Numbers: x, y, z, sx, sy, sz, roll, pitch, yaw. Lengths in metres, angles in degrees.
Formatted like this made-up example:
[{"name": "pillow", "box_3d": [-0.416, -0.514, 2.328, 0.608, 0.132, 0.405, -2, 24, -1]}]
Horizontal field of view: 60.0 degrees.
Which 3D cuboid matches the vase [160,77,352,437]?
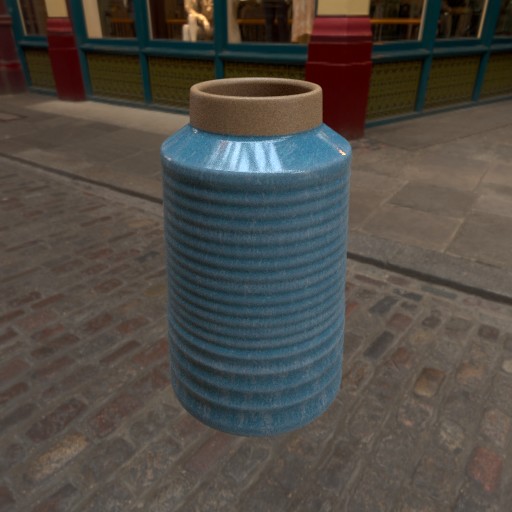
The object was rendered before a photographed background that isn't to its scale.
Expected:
[{"name": "vase", "box_3d": [0.000, 0.000, 0.369, 0.163, 0.267, 0.163, 0, 29, 0]}]
